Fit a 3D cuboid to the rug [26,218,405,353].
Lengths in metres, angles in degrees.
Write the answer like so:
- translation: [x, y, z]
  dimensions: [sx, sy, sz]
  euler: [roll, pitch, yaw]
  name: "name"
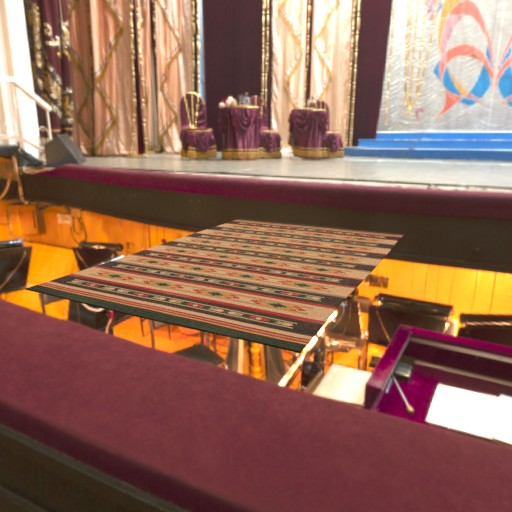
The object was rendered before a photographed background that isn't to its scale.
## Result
- translation: [0.000, 0.000, 2.341]
  dimensions: [1.221, 0.009, 1.825]
  euler: [8, 17, 26]
  name: "rug"
